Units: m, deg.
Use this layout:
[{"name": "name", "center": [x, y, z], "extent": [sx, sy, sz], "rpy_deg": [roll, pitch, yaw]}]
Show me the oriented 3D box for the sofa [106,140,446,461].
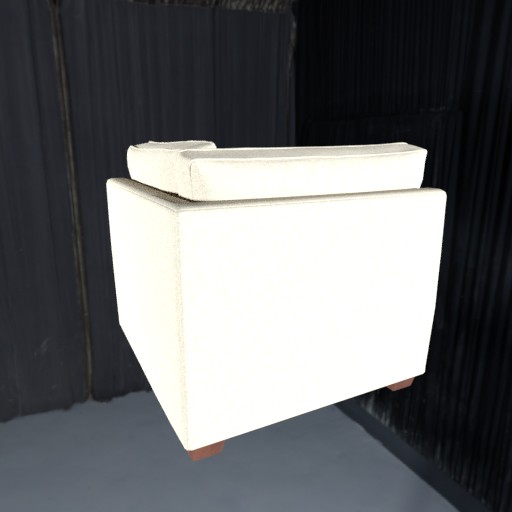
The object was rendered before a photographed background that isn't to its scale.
[{"name": "sofa", "center": [0.000, 0.000, 1.988], "extent": [1.084, 1.002, 1.146], "rpy_deg": [-7, 16, -26]}]
